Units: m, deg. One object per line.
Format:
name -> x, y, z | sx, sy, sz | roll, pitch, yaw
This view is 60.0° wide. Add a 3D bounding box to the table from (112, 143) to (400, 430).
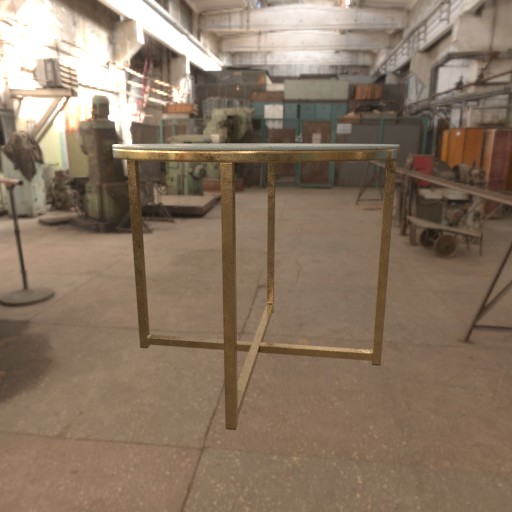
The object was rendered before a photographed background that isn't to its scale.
table -> 0.000, 0.000, 0.860 | 0.500, 0.420, 0.500 | 0, 15, 0
